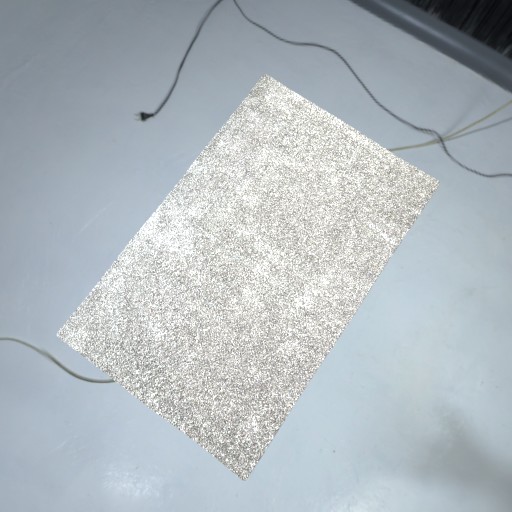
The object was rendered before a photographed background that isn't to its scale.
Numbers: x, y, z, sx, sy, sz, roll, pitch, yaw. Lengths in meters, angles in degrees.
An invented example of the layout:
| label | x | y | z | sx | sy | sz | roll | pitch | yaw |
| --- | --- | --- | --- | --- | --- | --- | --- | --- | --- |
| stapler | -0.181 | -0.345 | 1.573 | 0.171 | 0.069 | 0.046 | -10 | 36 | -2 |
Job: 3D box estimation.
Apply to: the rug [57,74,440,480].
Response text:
| label | x | y | z | sx | sy | sz | roll | pitch | yaw |
| --- | --- | --- | --- | --- | --- | --- | --- | --- | --- |
| rug | 0.000 | 0.000 | 2.978 | 1.502 | 0.025 | 2.350 | 35 | 79 | 8 |
